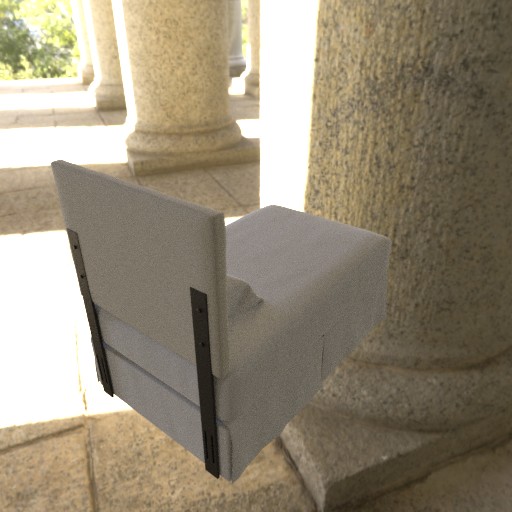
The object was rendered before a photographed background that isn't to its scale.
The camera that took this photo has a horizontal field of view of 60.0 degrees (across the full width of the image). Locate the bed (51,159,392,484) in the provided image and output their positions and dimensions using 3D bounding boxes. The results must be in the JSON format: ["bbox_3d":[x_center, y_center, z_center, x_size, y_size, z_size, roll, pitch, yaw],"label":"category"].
[{"bbox_3d":[0.000,0.000,2.993,1.261,1.571,1.997,21,35,33],"label":"bed"}]
